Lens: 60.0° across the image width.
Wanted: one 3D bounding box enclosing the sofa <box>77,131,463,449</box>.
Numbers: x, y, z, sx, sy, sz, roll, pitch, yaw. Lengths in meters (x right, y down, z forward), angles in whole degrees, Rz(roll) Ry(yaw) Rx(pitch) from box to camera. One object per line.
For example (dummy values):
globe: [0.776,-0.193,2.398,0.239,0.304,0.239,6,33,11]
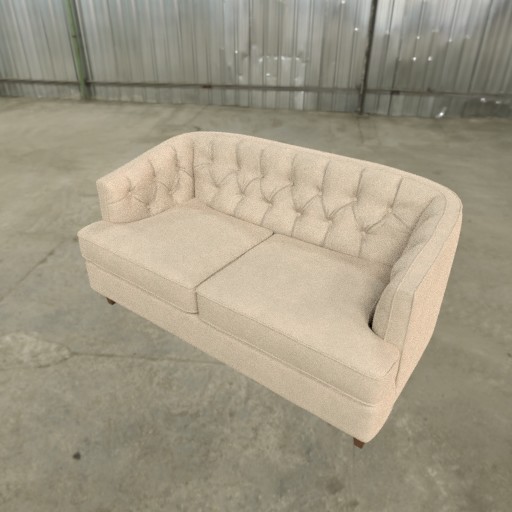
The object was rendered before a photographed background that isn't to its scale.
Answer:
sofa: [0.000,0.000,2.226,1.731,0.878,0.940,21,37,31]
